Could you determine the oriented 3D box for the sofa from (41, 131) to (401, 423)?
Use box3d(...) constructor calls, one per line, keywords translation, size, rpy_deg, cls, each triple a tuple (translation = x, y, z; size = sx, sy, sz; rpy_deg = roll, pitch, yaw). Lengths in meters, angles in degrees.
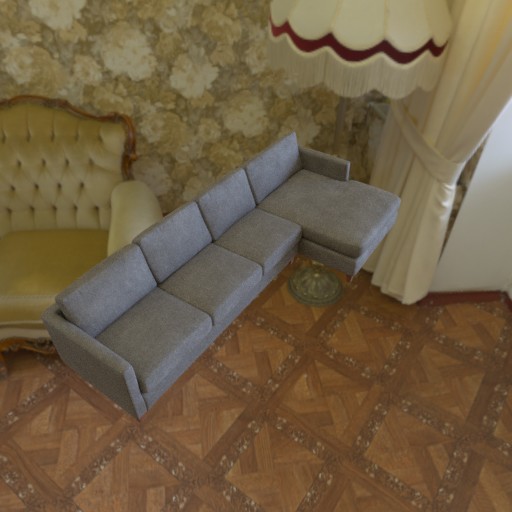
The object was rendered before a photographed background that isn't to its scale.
box3d(translation=(0.000, 0.000, 4.210), size=(1.604, 0.950, 3.471), rpy_deg=(25, 47, 25), cls="sofa")
